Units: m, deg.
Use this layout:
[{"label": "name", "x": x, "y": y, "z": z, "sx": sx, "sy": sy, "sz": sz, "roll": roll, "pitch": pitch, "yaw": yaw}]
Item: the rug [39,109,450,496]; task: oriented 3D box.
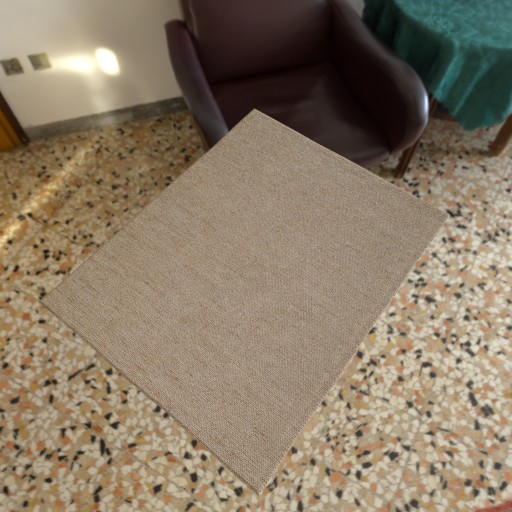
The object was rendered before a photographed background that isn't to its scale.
[{"label": "rug", "x": 0.000, "y": 0.000, "z": 4.061, "sx": 2.406, "sy": 0.012, "sz": 3.034, "roll": 34, "pitch": 65, "yaw": 18}]
